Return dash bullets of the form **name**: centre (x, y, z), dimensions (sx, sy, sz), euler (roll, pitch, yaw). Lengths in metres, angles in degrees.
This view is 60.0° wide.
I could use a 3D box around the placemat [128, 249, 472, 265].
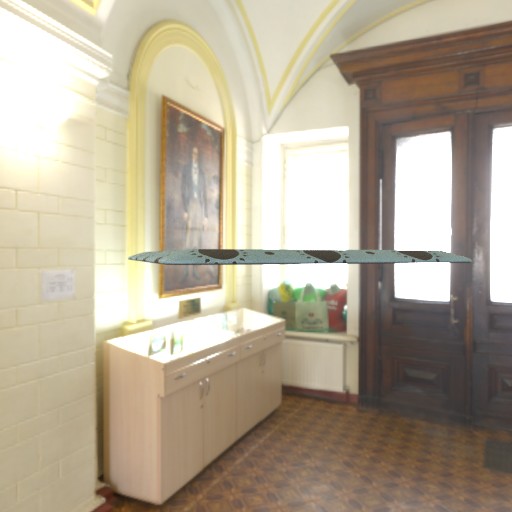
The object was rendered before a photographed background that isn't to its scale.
- **placemat**: centre (0.000, 0.000, 0.992), dimensions (0.508, 0.021, 0.762), euler (0, 0, -20)
